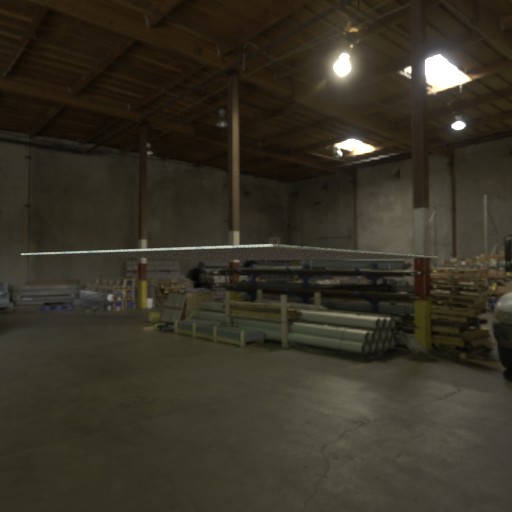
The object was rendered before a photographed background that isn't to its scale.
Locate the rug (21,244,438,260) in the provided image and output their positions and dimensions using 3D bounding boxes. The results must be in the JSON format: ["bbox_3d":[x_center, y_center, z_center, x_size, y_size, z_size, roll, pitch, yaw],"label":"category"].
[{"bbox_3d":[0.000,0.000,4.057,2.441,0.013,3.056,-1,-2,36],"label":"rug"}]
